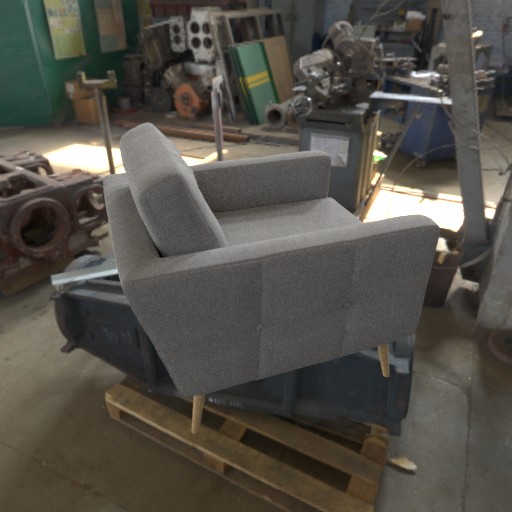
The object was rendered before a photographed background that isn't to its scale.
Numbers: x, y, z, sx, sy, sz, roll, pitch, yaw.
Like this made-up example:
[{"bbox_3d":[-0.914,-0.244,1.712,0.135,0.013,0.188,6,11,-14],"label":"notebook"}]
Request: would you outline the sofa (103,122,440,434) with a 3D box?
[{"bbox_3d":[0.000,0.000,1.540,0.920,0.860,0.770,-10,32,-17],"label":"sofa"}]
